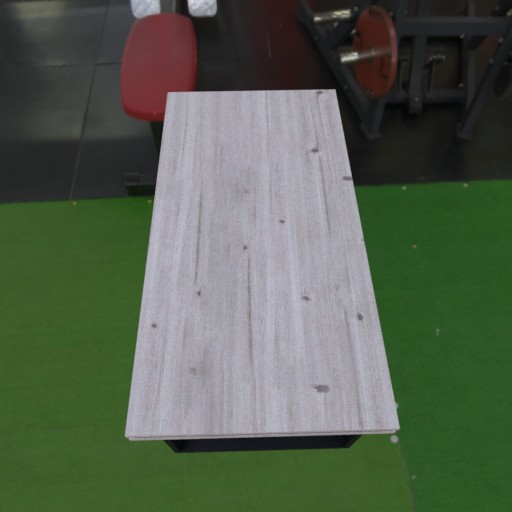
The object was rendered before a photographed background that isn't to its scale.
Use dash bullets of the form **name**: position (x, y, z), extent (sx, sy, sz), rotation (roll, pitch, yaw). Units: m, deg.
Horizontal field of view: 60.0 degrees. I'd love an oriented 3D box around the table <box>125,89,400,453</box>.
- **table**: position (0.000, 0.000, 1.679), extent (0.700, 0.450, 1.350), rotation (-1, 58, -1)
